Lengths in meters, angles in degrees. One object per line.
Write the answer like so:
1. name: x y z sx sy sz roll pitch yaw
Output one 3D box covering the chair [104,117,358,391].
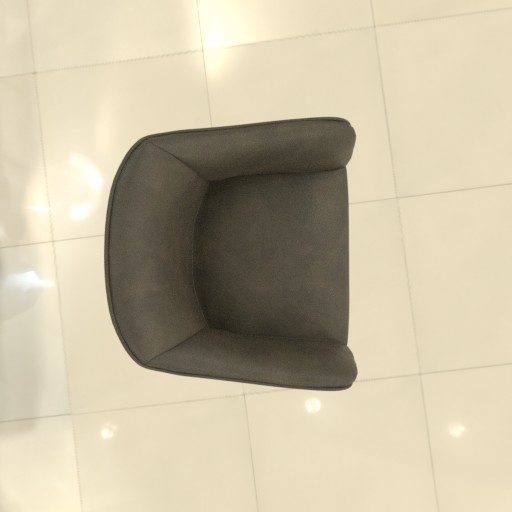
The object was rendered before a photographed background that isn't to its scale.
1. chair: 0.000 0.000 1.372 0.689 0.827 0.713 0 88 2
